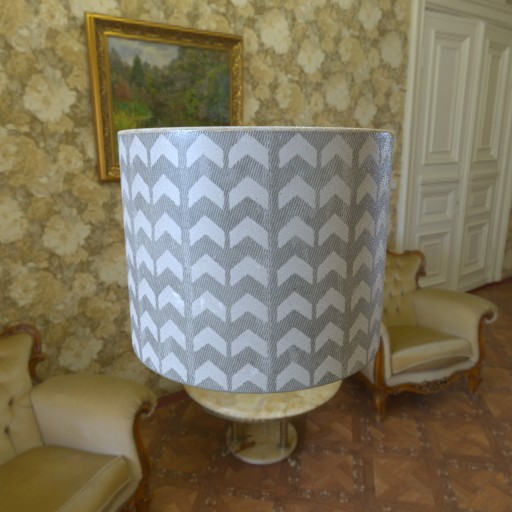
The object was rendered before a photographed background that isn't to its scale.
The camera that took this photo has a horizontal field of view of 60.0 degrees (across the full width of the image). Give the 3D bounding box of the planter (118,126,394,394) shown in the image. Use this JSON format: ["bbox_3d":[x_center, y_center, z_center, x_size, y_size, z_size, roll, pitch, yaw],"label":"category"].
[{"bbox_3d":[0.000,0.000,0.446,0.250,0.239,0.250,0,14,0],"label":"planter"}]
